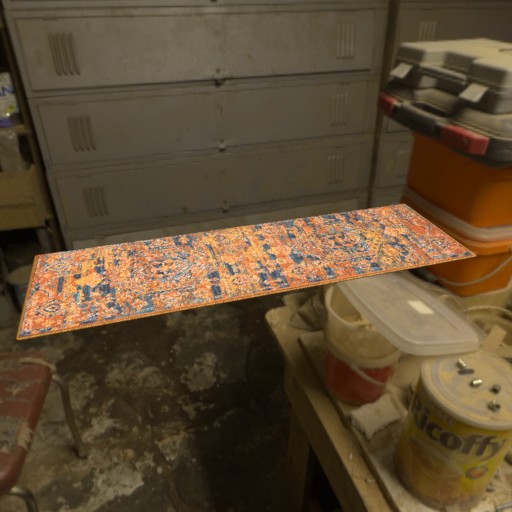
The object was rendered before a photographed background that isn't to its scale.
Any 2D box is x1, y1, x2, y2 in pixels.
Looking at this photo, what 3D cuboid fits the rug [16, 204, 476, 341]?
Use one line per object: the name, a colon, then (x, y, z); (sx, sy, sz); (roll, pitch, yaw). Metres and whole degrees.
rug: (0.000, 0.000, 1.906); (1.820, 0.013, 0.556); (-9, 33, -14)
